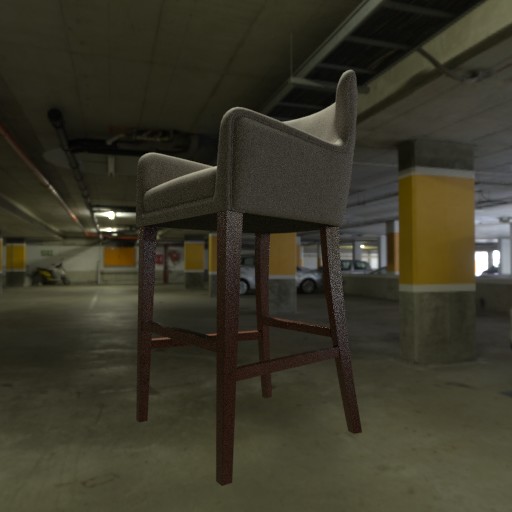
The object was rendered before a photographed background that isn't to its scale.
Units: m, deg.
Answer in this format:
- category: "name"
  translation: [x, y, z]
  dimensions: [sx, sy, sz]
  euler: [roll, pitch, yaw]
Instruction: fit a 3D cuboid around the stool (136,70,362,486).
- category: "stool"
  translation: [0.000, 0.000, 1.380]
  dimensions: [0.575, 1.047, 0.575]
  euler: [1, -1, -36]
